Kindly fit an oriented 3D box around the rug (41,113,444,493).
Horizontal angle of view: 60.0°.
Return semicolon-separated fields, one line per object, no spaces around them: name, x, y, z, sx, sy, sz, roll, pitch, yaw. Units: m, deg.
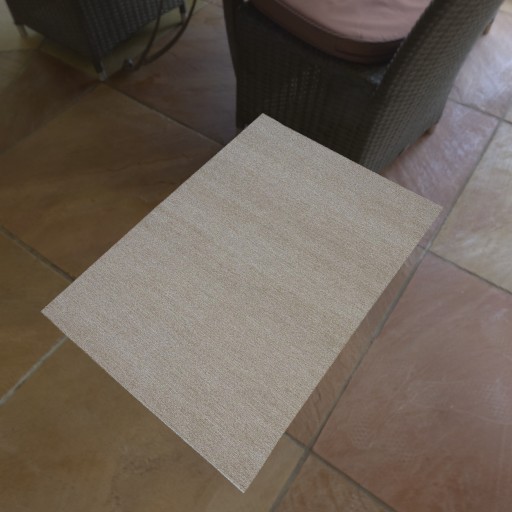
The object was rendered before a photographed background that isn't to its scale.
rug;0.000;0.000;3.698;2.032;0.038;2.869;34;64;19
